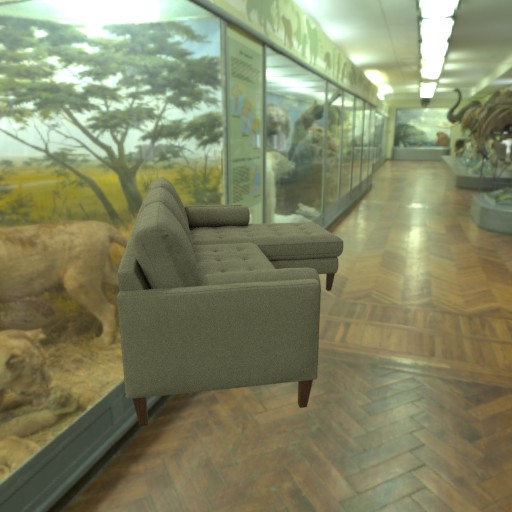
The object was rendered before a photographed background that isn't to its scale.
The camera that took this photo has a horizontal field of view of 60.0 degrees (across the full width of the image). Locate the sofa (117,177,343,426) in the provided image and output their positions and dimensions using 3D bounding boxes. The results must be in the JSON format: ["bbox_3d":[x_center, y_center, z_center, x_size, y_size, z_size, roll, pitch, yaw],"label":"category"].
[{"bbox_3d":[0.000,0.000,2.902,1.506,0.875,2.178,-3,16,-10],"label":"sofa"}]
